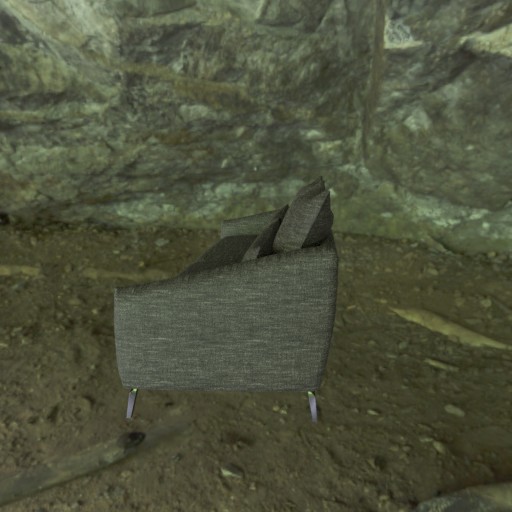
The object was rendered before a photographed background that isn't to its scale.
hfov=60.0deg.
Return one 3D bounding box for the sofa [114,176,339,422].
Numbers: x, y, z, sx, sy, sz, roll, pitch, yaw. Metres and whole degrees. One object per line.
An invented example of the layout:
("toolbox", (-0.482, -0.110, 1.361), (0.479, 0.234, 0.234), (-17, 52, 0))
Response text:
("sofa", (0.000, 0.000, 2.490), (0.807, 0.843, 2.019), (2, 12, 7))
